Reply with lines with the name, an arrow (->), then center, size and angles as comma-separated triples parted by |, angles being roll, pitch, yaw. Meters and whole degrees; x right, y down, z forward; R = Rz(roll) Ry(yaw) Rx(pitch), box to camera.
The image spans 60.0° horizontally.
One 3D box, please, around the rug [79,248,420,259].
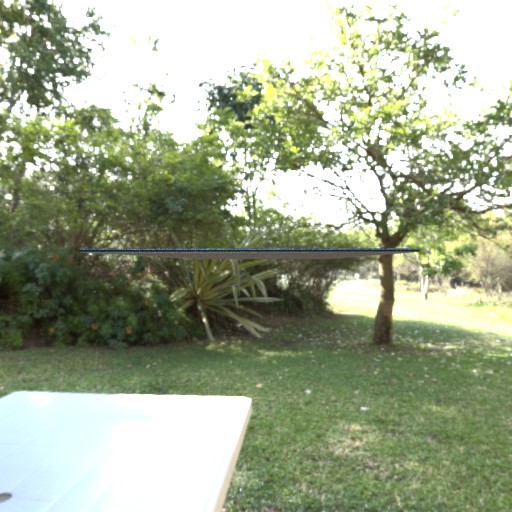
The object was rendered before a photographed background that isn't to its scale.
rug -> 0.000, 0.000, 1.390 | 0.604, 0.007, 1.219 | 0, -1, 1
